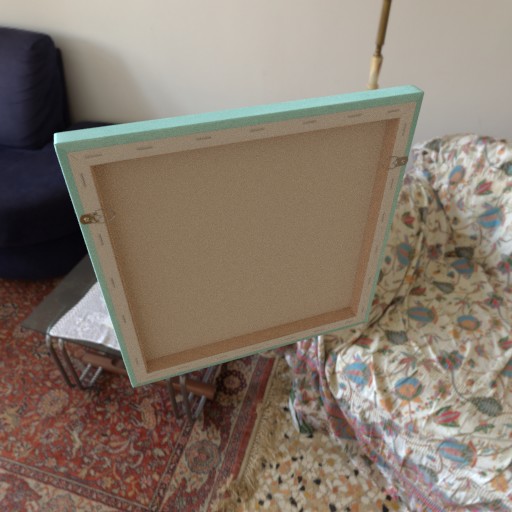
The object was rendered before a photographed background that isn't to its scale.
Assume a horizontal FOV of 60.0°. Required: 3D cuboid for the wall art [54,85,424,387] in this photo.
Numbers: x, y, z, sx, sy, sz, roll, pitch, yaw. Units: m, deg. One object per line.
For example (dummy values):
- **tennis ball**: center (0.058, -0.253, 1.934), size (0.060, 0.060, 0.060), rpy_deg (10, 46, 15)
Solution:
- **wall art**: center (0.000, 0.000, 1.136), size (0.765, 0.766, 0.054), rpy_deg (-13, 43, -14)
